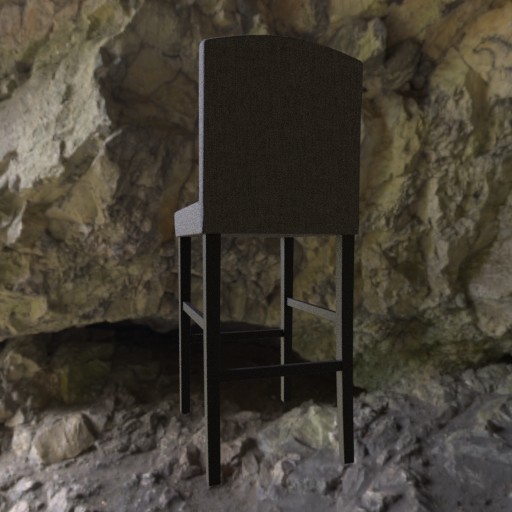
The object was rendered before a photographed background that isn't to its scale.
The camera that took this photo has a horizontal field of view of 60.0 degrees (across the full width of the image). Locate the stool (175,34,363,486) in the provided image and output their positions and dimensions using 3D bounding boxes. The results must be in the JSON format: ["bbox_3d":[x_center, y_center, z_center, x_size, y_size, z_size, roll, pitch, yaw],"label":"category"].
[{"bbox_3d":[0.000,0.000,1.401,0.451,1.138,0.552,0,2,-17],"label":"stool"}]
